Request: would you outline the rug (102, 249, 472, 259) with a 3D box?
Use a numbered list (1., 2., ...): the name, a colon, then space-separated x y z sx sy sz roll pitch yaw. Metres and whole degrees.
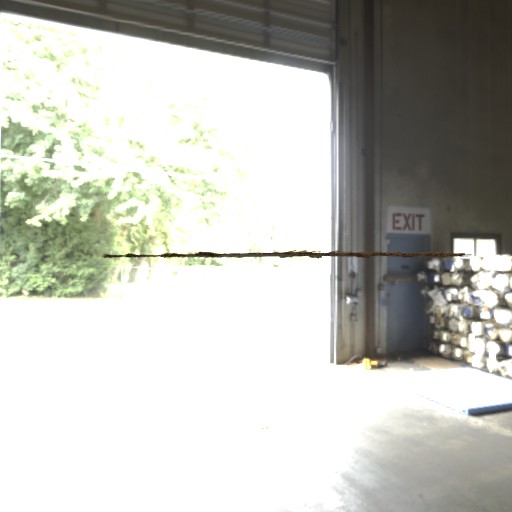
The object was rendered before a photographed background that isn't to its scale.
1. rug: 0.000 0.000 3.231 1.778 0.048 2.450 0 -1 -37
